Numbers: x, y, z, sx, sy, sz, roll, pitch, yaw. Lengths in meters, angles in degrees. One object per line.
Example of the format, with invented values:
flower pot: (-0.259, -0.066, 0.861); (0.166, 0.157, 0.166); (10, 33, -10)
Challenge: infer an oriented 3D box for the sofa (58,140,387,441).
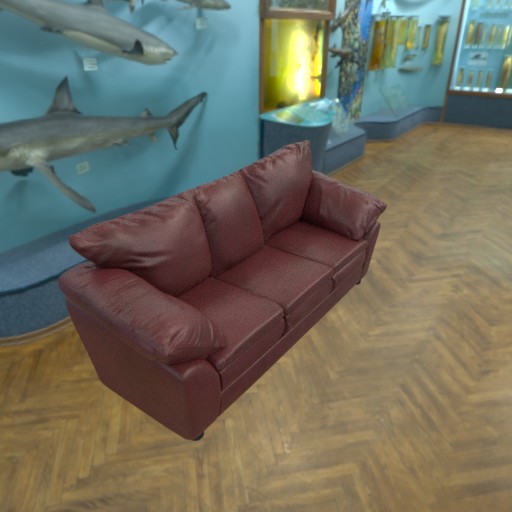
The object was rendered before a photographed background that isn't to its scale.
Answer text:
sofa: (0.000, 0.000, 2.933); (0.907, 1.091, 2.390); (19, 32, 32)
